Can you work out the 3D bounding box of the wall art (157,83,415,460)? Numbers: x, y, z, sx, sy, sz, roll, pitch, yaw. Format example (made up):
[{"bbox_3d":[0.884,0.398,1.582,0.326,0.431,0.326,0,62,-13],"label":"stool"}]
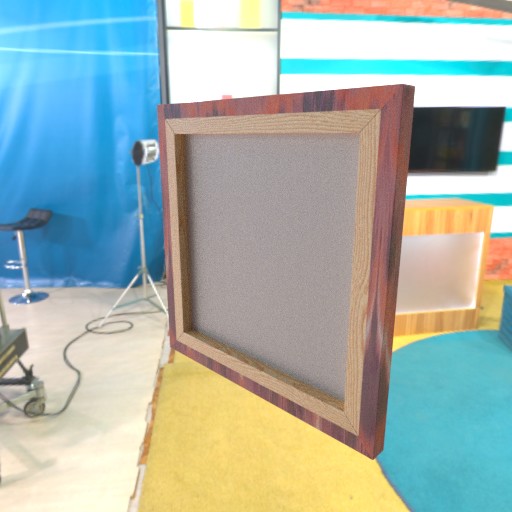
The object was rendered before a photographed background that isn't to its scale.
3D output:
[{"bbox_3d":[0.000,0.000,0.901,0.603,0.609,0.037,14,21,43],"label":"wall art"}]
